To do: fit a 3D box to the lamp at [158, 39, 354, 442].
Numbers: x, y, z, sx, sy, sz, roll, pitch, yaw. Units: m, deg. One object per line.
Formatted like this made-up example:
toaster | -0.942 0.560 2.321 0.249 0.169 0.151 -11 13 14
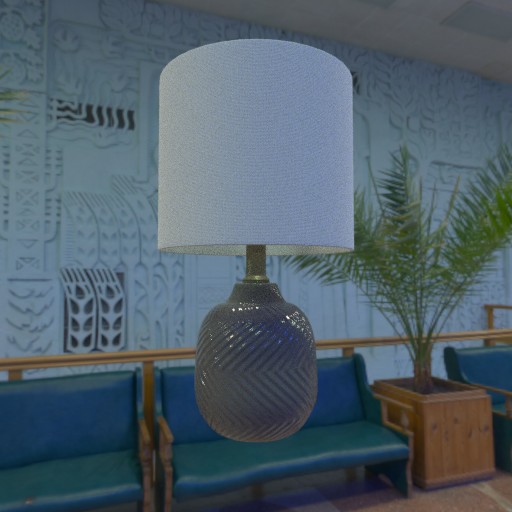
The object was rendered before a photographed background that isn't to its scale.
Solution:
lamp | 0.000 0.000 0.477 0.207 0.366 0.207 1 -3 -19
